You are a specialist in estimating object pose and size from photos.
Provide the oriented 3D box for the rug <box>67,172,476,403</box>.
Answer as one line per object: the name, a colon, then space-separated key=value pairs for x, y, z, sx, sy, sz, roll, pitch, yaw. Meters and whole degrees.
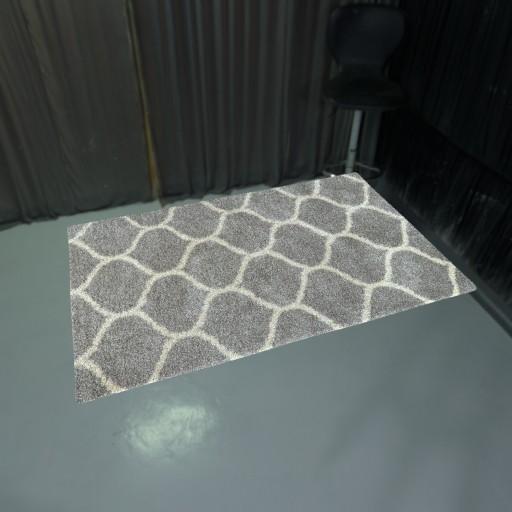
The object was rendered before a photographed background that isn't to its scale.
rug: x=0.000 y=0.000 z=2.948 sx=2.348 sy=0.025 sz=1.501 roll=-13 pitch=42 yaw=-15
